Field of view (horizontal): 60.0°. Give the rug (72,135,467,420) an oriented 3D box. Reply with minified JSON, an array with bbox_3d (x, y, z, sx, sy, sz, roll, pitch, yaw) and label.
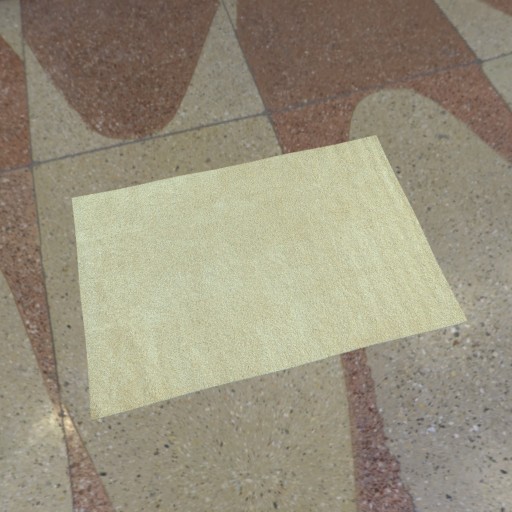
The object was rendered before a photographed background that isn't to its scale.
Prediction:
[{"bbox_3d":[0.000,0.000,3.452,2.699,0.025,1.800,-13,64,-6],"label":"rug"}]
